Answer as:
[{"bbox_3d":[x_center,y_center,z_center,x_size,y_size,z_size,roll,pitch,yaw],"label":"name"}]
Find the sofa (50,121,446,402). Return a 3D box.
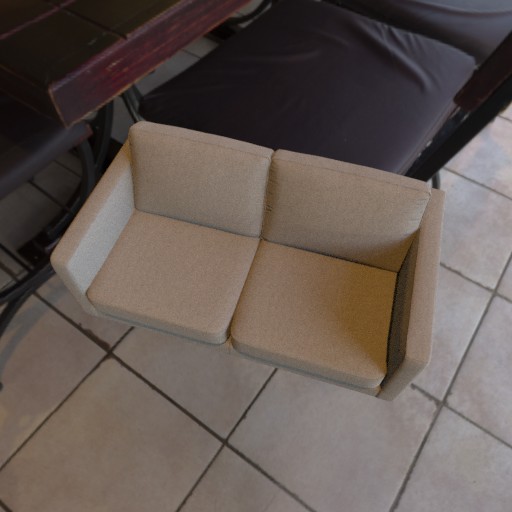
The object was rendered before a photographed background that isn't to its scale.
[{"bbox_3d":[0.000,0.000,2.356,1.731,0.900,1.000,14,58,9],"label":"sofa"}]
